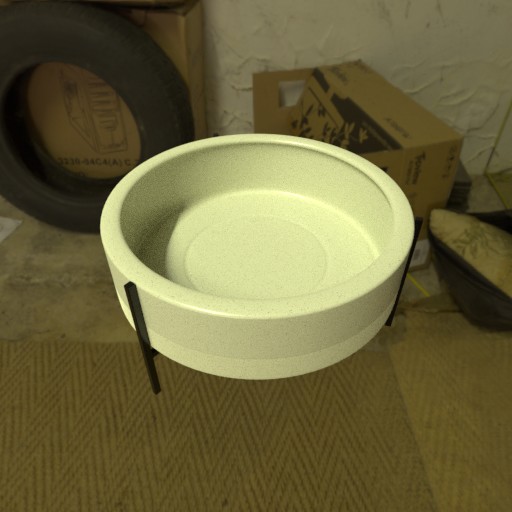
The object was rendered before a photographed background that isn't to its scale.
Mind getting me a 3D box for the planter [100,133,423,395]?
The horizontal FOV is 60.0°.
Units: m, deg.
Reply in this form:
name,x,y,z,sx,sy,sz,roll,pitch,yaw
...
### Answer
name,x,y,z,sx,sy,sz,roll,pitch,yaw
planter,0.000,0.000,0.546,0.336,0.171,0.345,-13,43,-14
